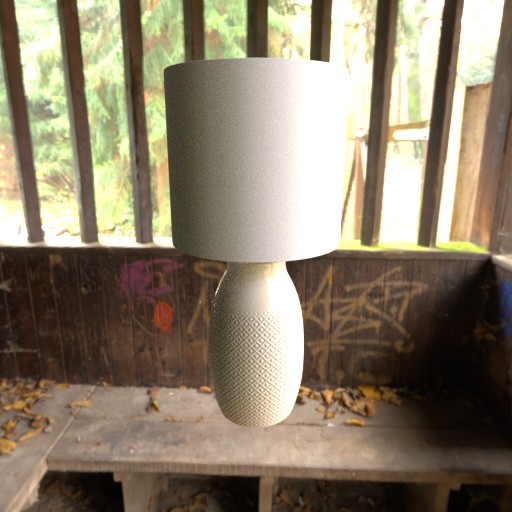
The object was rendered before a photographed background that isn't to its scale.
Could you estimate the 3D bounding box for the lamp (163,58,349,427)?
[{"bbox_3d":[0.000,0.000,0.588,0.217,0.453,0.217,-7,17,-25],"label":"lamp"}]
